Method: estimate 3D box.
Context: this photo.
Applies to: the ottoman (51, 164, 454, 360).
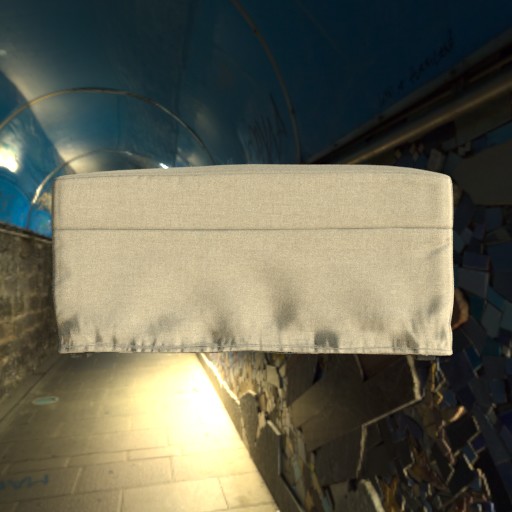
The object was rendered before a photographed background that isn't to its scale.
[{"bbox_3d":[0.000,0.000,1.300,0.840,0.436,0.843,0,-1,2],"label":"ottoman"}]
